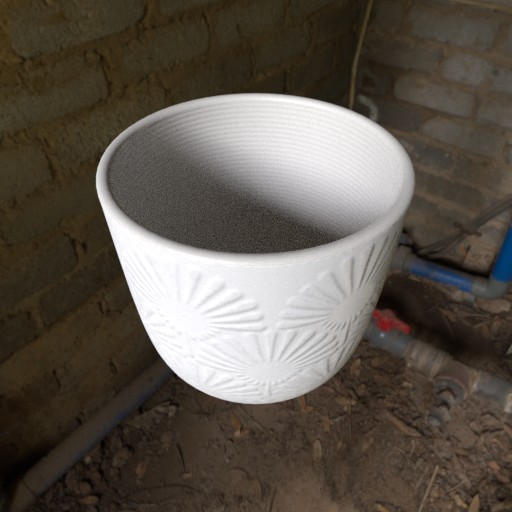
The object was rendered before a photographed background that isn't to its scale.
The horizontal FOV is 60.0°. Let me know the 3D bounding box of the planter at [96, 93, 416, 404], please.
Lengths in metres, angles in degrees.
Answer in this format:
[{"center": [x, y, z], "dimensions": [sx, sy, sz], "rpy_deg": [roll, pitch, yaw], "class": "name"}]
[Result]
[{"center": [0.000, 0.000, 0.213], "dimensions": [0.124, 0.109, 0.124], "rpy_deg": [0, 43, 0], "class": "planter"}]
